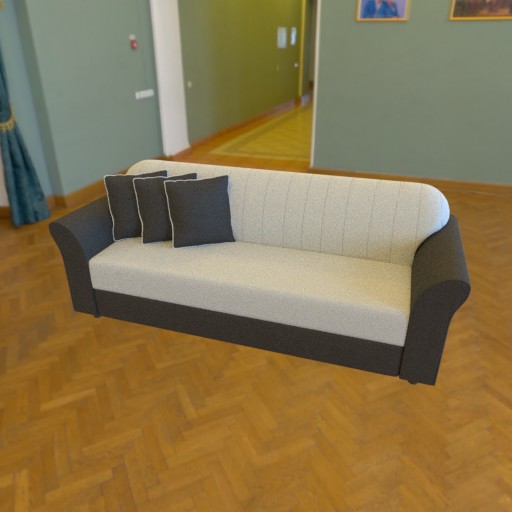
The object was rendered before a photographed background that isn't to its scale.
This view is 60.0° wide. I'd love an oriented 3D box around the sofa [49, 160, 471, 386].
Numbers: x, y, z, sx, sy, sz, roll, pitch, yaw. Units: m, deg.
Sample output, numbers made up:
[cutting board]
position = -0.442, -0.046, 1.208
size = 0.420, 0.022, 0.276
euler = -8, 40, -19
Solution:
[sofa]
position = 0.000, 0.000, 2.395
size = 2.001, 0.787, 0.755
euler = 8, 27, 16
